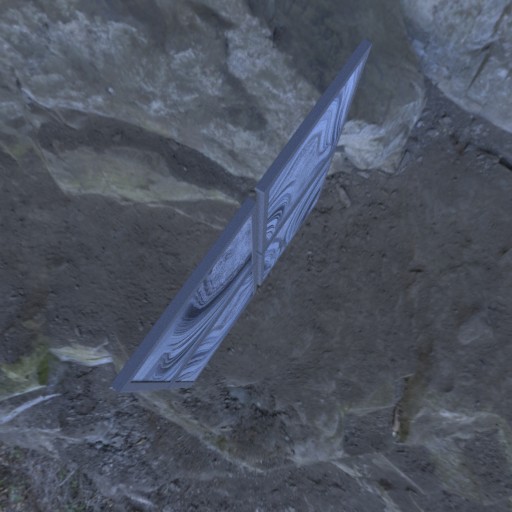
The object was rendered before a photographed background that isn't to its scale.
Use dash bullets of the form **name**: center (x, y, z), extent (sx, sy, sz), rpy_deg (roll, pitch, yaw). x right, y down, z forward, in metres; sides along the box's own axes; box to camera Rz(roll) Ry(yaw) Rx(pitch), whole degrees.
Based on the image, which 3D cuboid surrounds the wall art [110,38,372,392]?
- **wall art**: center (0.000, 0.000, 1.644), extent (0.029, 1.118, 1.118), rpy_deg (33, 77, 9)
